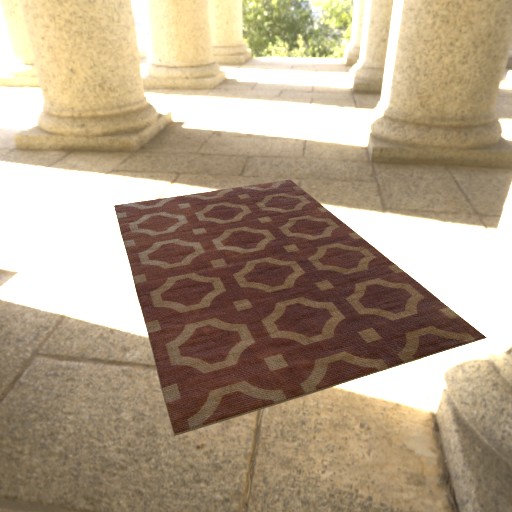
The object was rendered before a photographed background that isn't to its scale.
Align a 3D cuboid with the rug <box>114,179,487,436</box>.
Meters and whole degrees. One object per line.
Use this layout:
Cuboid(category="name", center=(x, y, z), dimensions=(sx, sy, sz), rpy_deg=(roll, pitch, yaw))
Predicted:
Cuboid(category="rug", center=(0.000, 0.000, 2.848), dimensions=(1.555, 0.016, 2.286), rpy_deg=(-11, 32, -18))
